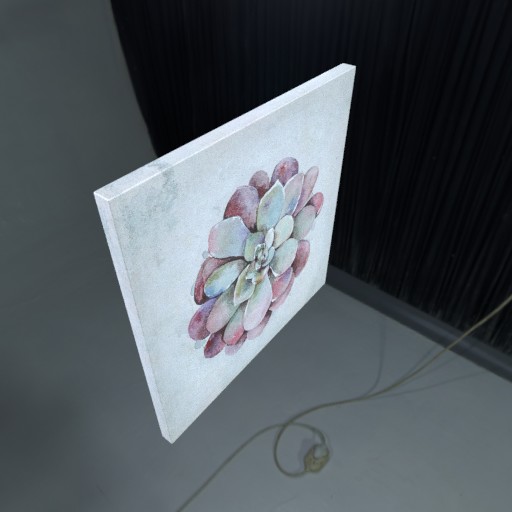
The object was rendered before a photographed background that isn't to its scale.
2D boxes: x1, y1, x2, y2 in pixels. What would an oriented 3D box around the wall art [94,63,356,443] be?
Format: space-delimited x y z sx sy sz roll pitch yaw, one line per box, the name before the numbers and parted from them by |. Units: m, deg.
wall art | 0.000 0.000 1.144 0.041 0.762 0.762 27 48 28
